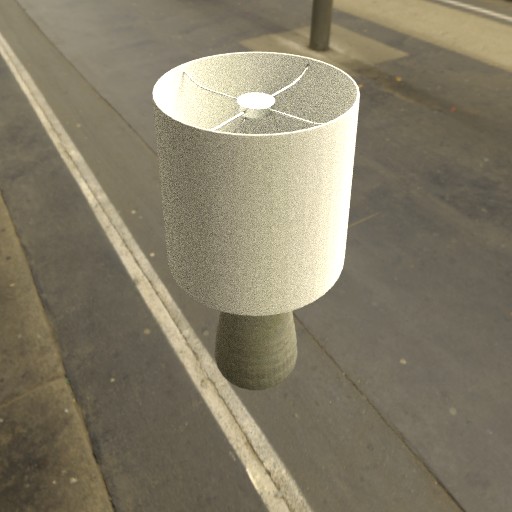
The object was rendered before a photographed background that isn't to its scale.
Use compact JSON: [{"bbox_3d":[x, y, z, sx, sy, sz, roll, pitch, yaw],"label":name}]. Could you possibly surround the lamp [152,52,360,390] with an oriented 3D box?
[{"bbox_3d":[0.000,0.000,0.480,0.186,0.369,0.186,0,43,0],"label":"lamp"}]
